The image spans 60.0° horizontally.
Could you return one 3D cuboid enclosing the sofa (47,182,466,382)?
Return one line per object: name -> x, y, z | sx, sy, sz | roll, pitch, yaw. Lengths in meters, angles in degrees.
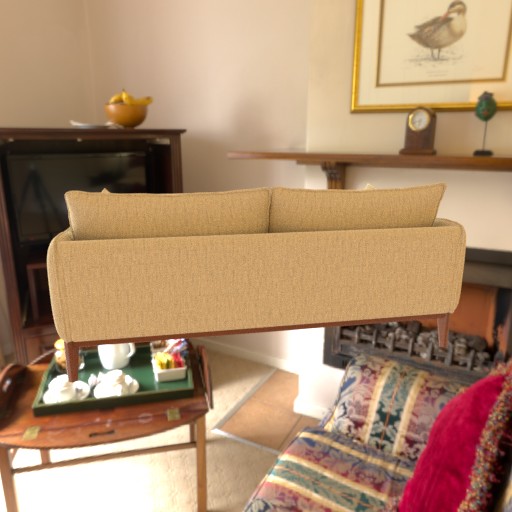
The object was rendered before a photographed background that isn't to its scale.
sofa -> 0.000, 0.000, 2.496 | 1.989, 0.860, 0.991 | -3, 15, -10
